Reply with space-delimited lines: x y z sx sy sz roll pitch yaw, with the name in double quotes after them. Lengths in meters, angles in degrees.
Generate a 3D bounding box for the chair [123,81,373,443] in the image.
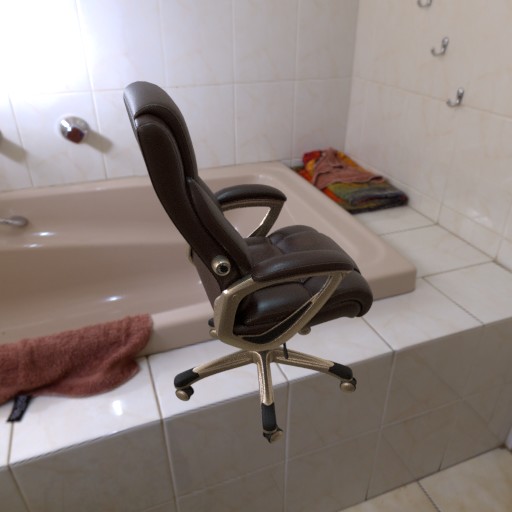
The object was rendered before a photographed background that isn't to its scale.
0.000 0.000 1.605 0.749 1.194 0.692 -9 31 -16 "chair"
